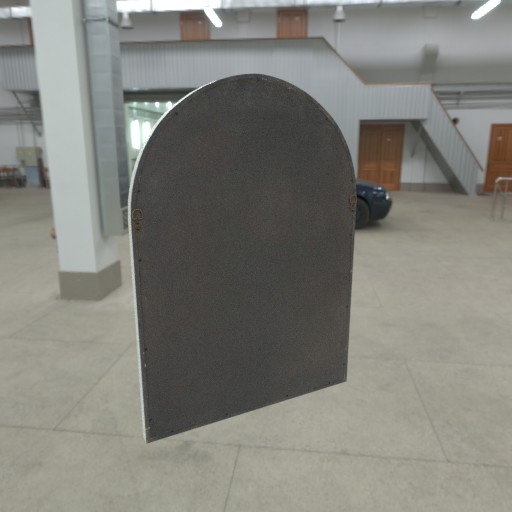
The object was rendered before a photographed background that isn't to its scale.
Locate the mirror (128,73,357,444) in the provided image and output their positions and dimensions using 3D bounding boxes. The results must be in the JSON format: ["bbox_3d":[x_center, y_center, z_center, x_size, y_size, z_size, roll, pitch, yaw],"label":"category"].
[{"bbox_3d":[0.000,0.000,1.201,0.660,0.920,0.032,-7,16,-27],"label":"mirror"}]
